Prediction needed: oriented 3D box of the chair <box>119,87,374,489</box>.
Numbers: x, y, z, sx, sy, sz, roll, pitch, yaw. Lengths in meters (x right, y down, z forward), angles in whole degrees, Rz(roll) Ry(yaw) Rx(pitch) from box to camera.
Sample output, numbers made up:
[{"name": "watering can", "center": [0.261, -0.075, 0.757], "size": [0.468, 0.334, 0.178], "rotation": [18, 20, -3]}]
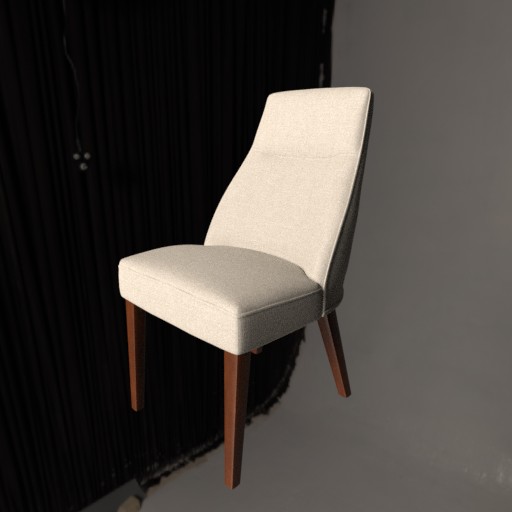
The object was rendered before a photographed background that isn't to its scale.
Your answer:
[{"name": "chair", "center": [0.000, 0.000, 1.274], "size": [0.500, 0.930, 0.620], "rotation": [16, 23, 42]}]
